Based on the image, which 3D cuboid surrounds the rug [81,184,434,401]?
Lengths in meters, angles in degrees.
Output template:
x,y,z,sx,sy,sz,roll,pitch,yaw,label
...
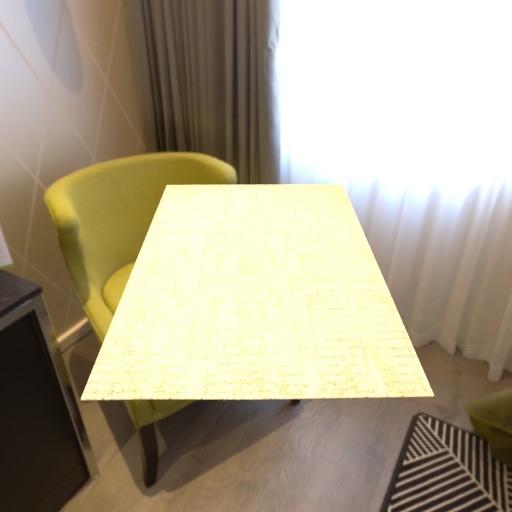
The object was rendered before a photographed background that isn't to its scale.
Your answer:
x,y,z,sx,sy,sz,roll,pitch,yaw,label
0.000,0.000,2.283,1.211,0.007,1.827,0,32,0,rug
